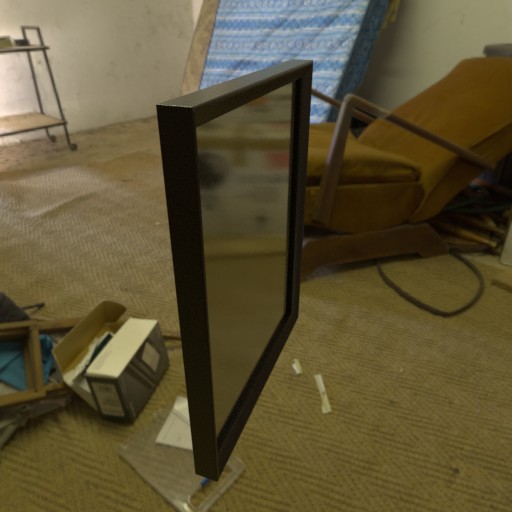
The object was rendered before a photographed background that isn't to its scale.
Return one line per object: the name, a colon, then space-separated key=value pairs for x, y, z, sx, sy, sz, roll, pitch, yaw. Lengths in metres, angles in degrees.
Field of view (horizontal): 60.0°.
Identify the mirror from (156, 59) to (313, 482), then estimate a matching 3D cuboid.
mirror: x=0.000 y=0.000 z=0.669 sx=0.041 sy=0.509 sz=0.406 roll=11 pitch=31 yaw=18
